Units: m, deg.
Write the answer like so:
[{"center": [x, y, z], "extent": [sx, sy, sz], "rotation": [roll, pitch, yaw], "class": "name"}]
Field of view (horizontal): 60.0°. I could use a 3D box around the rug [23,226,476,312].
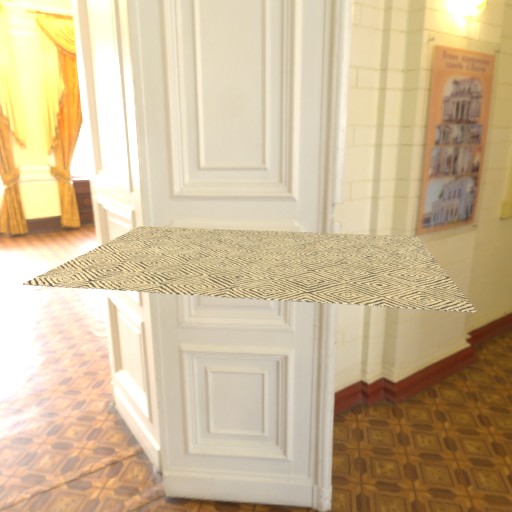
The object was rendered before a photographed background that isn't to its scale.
[{"center": [0.000, 0.000, 2.231], "extent": [1.750, 0.004, 1.177], "rotation": [3, 16, 9], "class": "rug"}]
